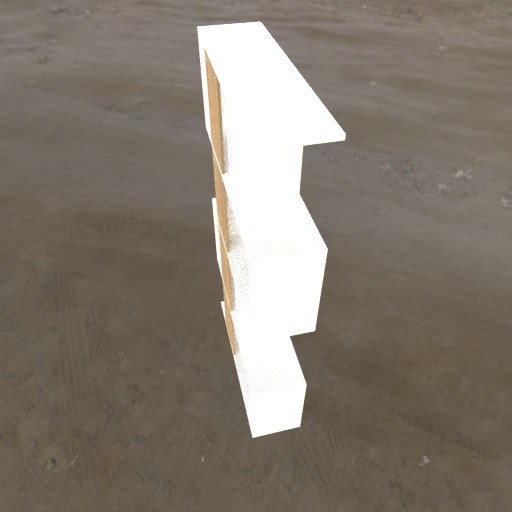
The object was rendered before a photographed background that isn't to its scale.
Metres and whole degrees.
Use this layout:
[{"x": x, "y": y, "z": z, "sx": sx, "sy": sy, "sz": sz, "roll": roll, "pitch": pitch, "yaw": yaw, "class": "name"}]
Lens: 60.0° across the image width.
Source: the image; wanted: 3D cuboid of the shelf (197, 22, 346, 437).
[{"x": 0.000, "y": 0.000, "z": 1.975, "sx": 0.250, "sy": 1.650, "sz": 0.890, "roll": -10, "pitch": 45, "yaw": -10, "class": "shelf"}]
